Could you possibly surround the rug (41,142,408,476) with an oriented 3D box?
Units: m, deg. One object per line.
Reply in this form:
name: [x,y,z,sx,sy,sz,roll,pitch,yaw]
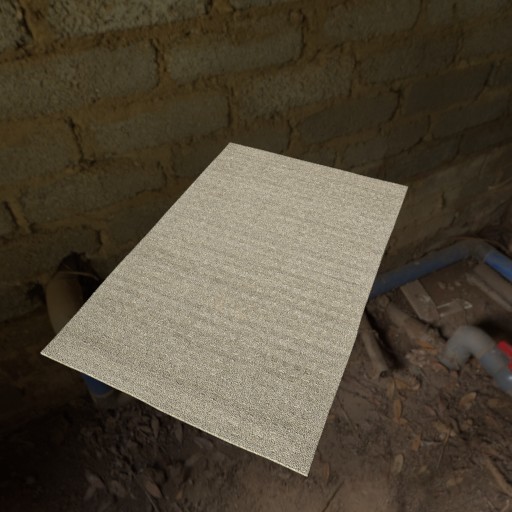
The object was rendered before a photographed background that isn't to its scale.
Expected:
rug: [0.000,0.000,2.897,1.532,0.018,2.297,18,49,17]
